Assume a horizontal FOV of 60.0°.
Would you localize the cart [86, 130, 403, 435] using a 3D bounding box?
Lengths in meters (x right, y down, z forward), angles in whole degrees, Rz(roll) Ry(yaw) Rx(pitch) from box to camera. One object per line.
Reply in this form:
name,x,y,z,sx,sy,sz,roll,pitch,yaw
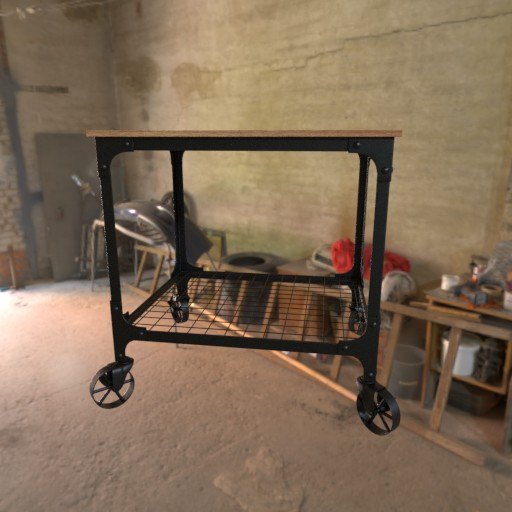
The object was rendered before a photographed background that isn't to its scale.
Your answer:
cart,0.000,0.000,1.117,0.666,0.603,0.558,2,15,9
